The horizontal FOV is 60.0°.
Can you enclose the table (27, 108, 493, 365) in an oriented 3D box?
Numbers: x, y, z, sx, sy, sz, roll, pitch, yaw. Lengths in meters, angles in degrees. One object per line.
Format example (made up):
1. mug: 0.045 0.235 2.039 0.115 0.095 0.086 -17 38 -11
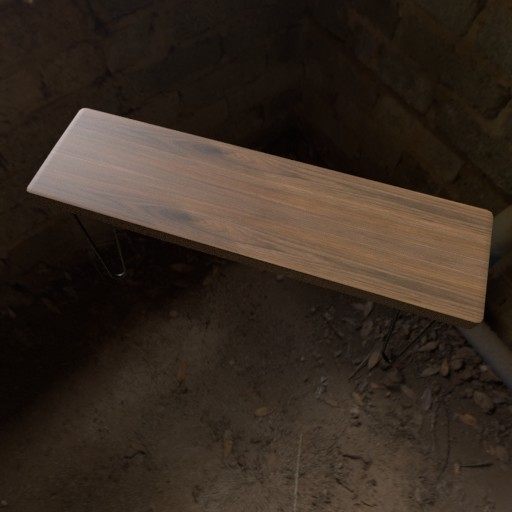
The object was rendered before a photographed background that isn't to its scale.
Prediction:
1. table: 0.000 0.000 1.901 1.570 0.834 0.425 16 64 8
